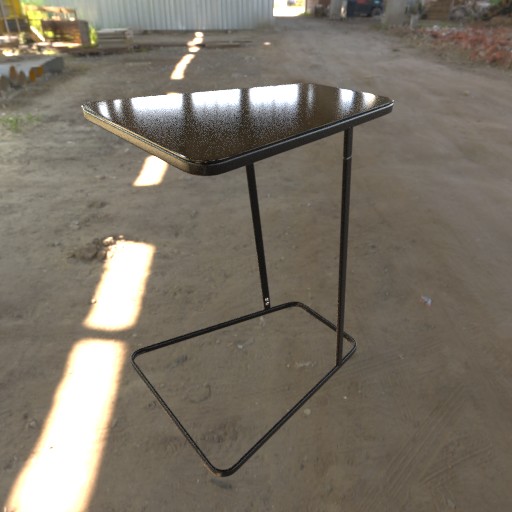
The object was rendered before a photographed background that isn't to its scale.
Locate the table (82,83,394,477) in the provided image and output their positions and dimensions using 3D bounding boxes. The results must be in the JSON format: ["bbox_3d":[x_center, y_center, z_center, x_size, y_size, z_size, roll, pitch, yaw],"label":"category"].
[{"bbox_3d":[0.000,0.000,0.950,0.500,0.624,0.427,-21,36,-32],"label":"table"}]
